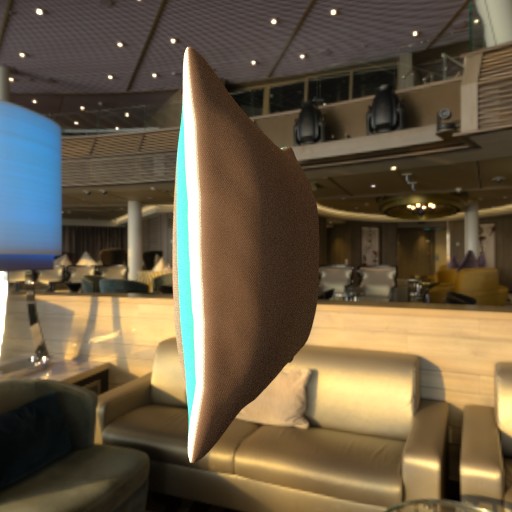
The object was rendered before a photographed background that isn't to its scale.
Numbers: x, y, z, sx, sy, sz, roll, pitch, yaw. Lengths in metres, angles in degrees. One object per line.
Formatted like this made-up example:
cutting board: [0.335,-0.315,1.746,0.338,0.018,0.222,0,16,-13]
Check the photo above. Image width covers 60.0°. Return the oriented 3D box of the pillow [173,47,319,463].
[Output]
pillow: [0.000,0.000,0.683,0.168,0.443,0.453,0,0,18]
